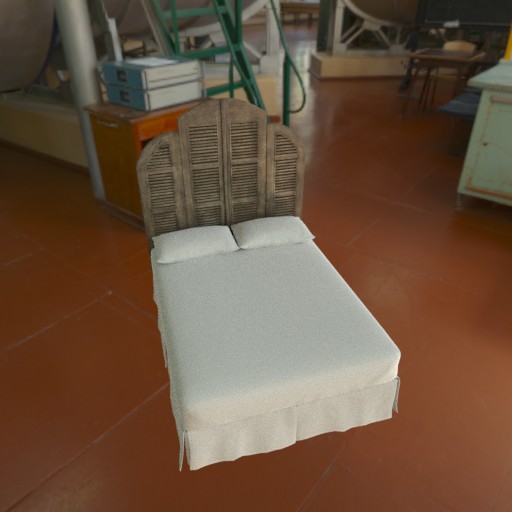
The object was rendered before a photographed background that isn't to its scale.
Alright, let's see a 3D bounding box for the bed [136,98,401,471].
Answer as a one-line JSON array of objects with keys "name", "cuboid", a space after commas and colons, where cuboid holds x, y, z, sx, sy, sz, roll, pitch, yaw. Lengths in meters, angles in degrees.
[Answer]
[{"name": "bed", "cuboid": [0.000, 0.000, 3.573, 1.713, 2.019, 2.138, -9, 34, -14]}]
